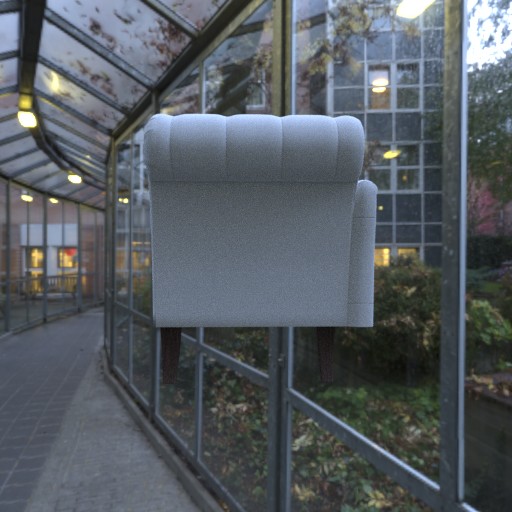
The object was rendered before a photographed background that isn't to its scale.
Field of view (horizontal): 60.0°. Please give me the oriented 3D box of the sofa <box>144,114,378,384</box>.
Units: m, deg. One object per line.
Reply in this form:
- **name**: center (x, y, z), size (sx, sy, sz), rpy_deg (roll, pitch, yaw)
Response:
- **sofa**: center (0.000, 0.000, 1.849), size (0.675, 0.787, 1.379), rpy_deg (0, 0, -2)
